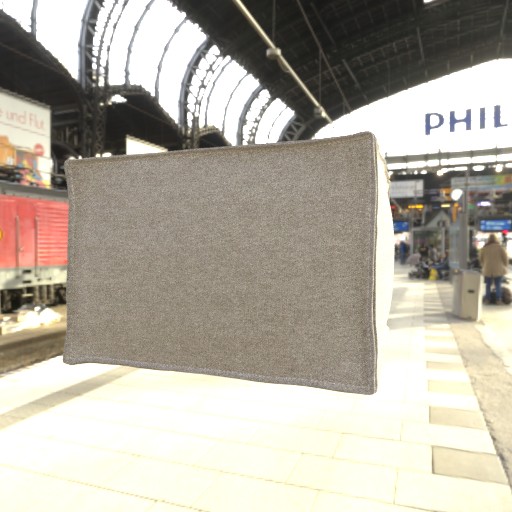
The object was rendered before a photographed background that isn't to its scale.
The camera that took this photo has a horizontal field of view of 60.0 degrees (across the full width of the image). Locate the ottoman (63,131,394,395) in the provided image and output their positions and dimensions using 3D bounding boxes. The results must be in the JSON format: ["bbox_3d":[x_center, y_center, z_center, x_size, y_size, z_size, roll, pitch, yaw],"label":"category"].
[{"bbox_3d":[0.000,0.000,1.169,0.696,0.470,0.707,0,1,18],"label":"ottoman"}]
